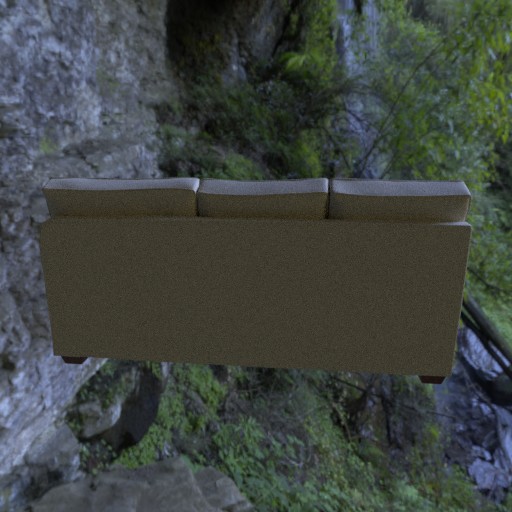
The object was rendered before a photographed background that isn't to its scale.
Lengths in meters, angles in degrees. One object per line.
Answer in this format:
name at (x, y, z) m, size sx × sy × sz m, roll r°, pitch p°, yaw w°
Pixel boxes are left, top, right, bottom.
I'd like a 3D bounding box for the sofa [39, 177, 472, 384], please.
sofa at (0.000, 0.000, 2.503) m, size 1.963 × 0.946 × 1.034 m, roll 2°, pitch 16°, yaw 6°
